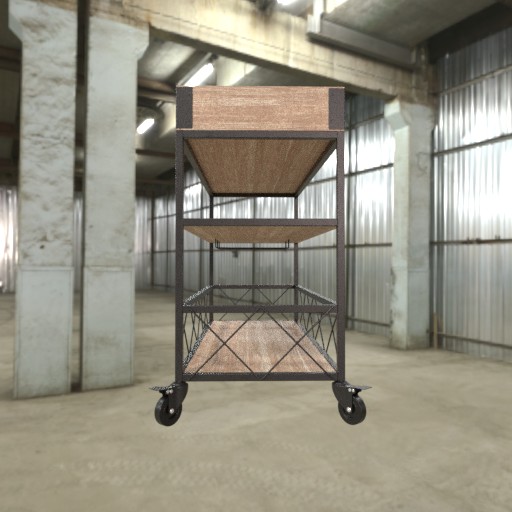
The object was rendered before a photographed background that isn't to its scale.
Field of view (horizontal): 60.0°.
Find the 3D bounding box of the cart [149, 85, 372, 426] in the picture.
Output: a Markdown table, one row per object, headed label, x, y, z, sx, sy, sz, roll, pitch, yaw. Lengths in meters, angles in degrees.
| label | x | y | z | sx | sy | sz | roll | pitch | yaw |
| --- | --- | --- | --- | --- | --- | --- | --- | --- | --- |
| cart | 0.000 | 0.000 | 1.528 | 0.500 | 0.787 | 1.101 | 0 | -1 | -1 |
